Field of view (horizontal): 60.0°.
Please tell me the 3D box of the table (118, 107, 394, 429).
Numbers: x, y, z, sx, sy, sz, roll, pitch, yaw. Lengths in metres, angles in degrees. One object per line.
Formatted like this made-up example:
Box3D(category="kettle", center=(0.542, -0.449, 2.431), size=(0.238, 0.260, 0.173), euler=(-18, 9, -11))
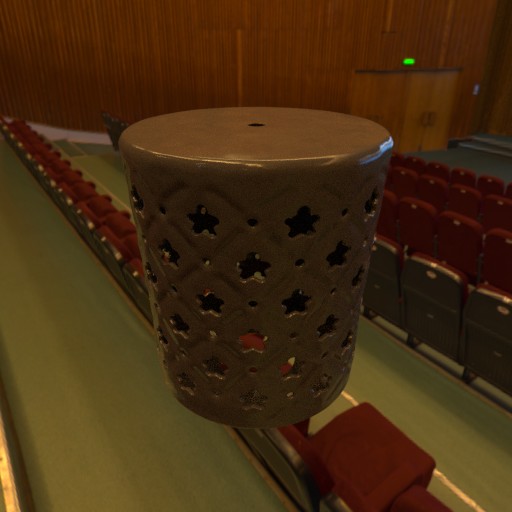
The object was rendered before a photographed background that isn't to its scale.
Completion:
Box3D(category="table", center=(0.000, 0.000, 0.668), size=(0.352, 0.387, 0.352), euler=(0, 27, 0))
